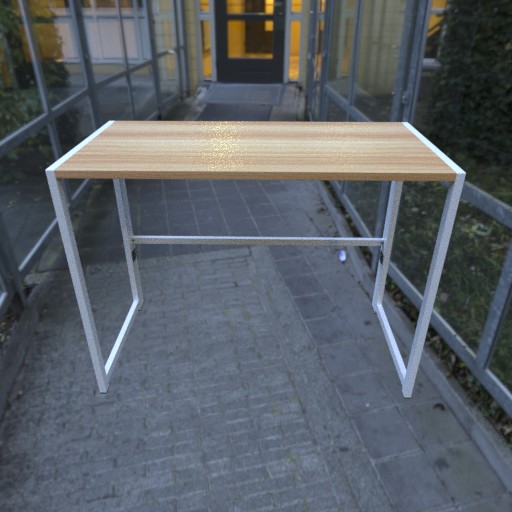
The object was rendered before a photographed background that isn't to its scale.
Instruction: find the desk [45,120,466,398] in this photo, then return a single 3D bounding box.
[{"bbox_3d":[0.000,0.000,1.474,1.016,0.762,0.508,1,30,1],"label":"desk"}]
